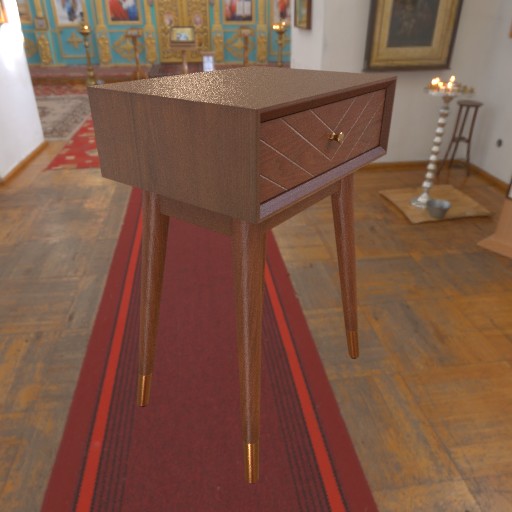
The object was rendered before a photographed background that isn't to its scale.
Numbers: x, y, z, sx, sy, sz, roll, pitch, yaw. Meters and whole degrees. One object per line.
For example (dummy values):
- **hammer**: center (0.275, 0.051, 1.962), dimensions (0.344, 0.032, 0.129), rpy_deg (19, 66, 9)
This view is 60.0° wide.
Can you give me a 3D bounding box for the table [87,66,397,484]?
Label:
- **table**: center (0.000, 0.000, 0.808), dimensions (0.300, 0.599, 0.406), rpy_deg (20, 34, 32)
